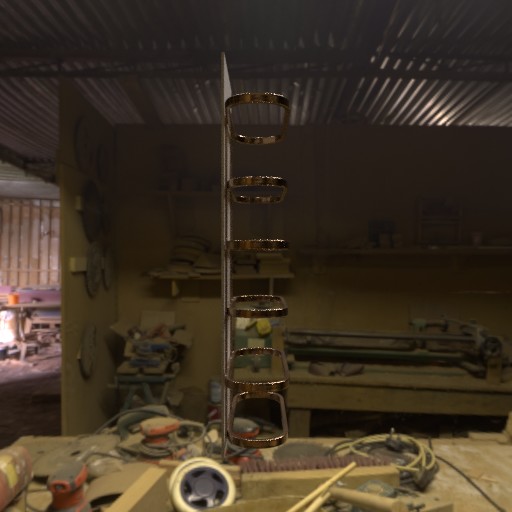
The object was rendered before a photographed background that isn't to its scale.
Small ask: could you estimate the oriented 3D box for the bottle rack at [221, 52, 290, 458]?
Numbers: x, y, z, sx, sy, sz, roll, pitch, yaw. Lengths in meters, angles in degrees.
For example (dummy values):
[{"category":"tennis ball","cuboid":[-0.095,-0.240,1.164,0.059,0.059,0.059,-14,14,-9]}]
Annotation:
[{"category":"bottle rack","cuboid":[0.000,0.000,0.861,0.118,0.709,0.332,0,0,1]}]
